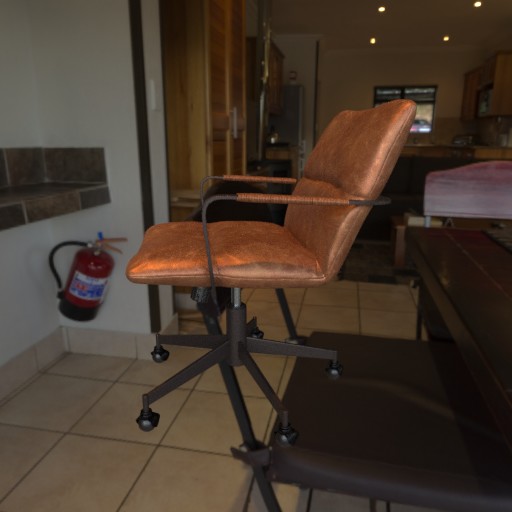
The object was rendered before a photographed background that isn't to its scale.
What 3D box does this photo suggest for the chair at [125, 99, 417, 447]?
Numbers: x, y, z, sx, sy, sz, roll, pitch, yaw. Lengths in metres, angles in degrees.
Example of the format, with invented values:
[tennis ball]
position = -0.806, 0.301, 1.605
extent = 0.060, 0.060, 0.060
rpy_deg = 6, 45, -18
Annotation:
[chair]
position = 0.000, 0.000, 1.424
extent = 0.754, 0.922, 0.727
rpy_deg = -2, 15, -7
